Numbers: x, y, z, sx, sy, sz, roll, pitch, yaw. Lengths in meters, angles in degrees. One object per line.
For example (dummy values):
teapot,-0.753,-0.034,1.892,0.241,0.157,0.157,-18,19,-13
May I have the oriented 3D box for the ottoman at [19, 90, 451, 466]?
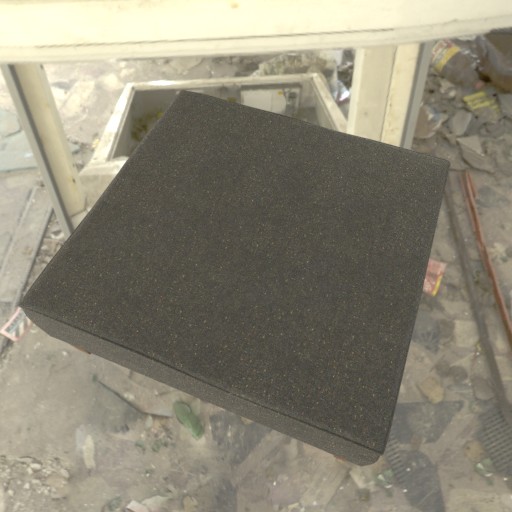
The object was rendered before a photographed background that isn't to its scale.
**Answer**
ottoman,0.000,0.000,1.456,1.004,0.382,0.968,19,60,11
